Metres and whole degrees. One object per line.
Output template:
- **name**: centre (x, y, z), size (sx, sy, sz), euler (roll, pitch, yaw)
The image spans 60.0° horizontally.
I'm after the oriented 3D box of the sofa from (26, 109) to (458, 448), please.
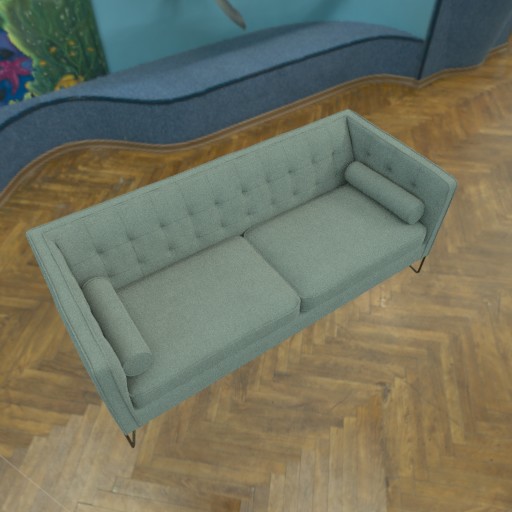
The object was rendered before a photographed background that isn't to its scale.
- **sofa**: centre (0.000, 0.000, 2.527), size (2.079, 0.798, 0.912), euler (-26, 53, -22)
